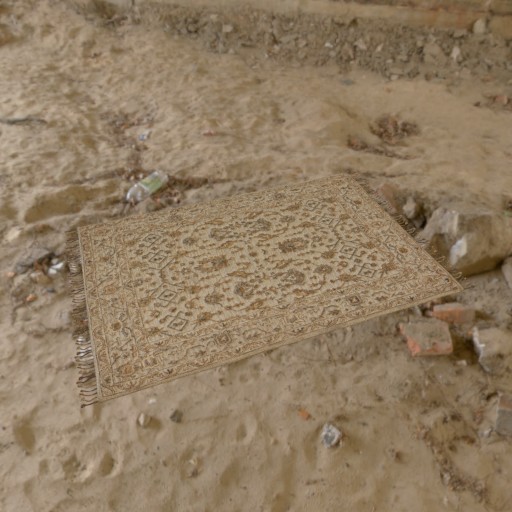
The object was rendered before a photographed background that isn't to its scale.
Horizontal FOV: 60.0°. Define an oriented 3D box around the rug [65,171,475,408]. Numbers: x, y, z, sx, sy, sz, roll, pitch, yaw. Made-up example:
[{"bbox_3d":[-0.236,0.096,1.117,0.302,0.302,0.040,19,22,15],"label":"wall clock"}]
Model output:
[{"bbox_3d":[0.000,0.000,3.035,2.434,0.027,1.529,-14,43,-15],"label":"rug"}]
